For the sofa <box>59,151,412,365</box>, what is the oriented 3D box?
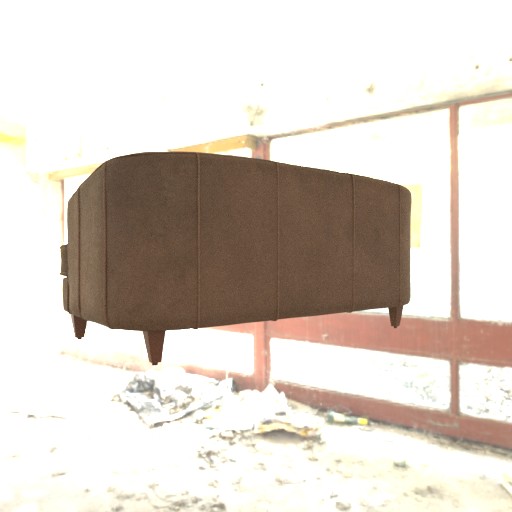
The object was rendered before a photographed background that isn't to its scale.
[{"bbox_3d":[0.000,0.000,2.313,1.767,0.799,0.917,0,0,-36],"label":"sofa"}]
